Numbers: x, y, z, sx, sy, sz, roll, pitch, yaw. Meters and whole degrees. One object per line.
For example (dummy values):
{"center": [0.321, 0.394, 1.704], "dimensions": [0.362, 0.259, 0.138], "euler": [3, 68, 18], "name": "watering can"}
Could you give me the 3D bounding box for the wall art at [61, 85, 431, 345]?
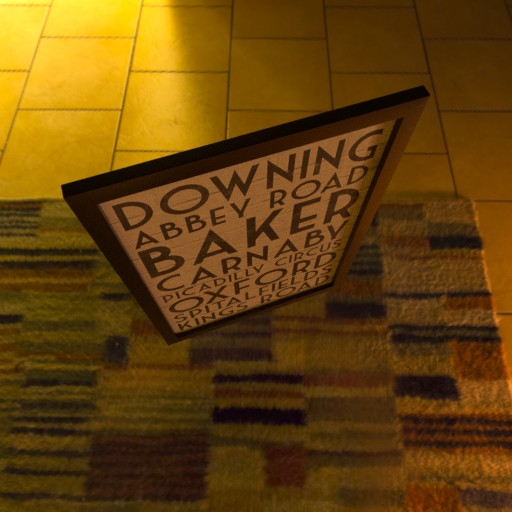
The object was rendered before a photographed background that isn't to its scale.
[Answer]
{"center": [0.000, 0.000, 0.544], "dimensions": [0.304, 0.432, 0.013], "euler": [-18, 66, -8], "name": "wall art"}
